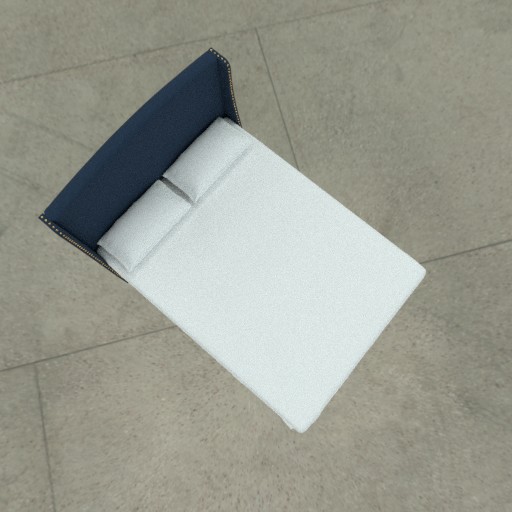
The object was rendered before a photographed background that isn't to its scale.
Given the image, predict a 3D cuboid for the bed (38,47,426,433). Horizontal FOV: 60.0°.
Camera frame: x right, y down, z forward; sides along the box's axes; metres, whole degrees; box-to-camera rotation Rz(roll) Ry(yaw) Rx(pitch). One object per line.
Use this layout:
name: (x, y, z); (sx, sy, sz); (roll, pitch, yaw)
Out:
bed: (0.000, 0.000, 3.279); (2.223, 1.402, 1.604); (39, 79, 9)
